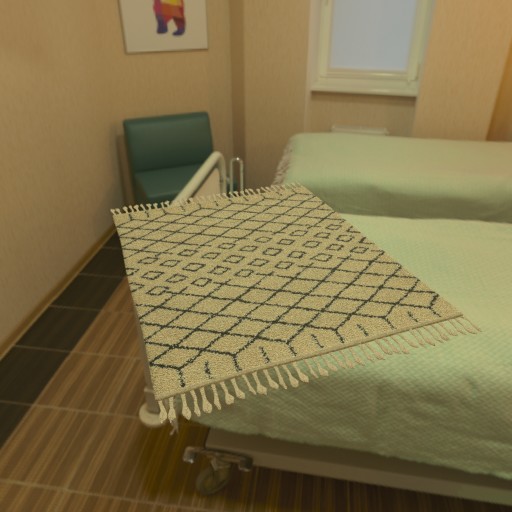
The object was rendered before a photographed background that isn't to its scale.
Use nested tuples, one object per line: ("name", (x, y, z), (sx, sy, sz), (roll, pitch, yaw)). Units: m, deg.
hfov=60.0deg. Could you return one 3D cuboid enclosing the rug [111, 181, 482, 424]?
("rug", (0.000, 0.000, 4.195), (2.388, 0.030, 3.213), (-11, 32, -18))
